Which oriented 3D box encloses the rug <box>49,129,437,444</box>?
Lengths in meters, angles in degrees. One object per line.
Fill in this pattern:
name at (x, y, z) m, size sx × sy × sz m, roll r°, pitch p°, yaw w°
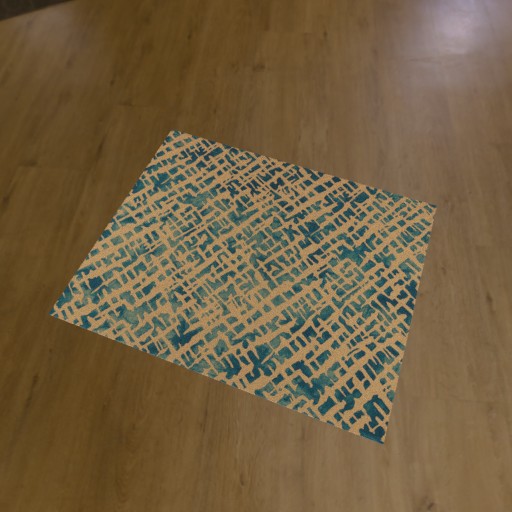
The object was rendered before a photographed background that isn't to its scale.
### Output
rug at (0.000, 0.000, 4.211) m, size 3.007 × 0.007 × 2.435 m, roll 19°, pitch 61°, yaw 11°
